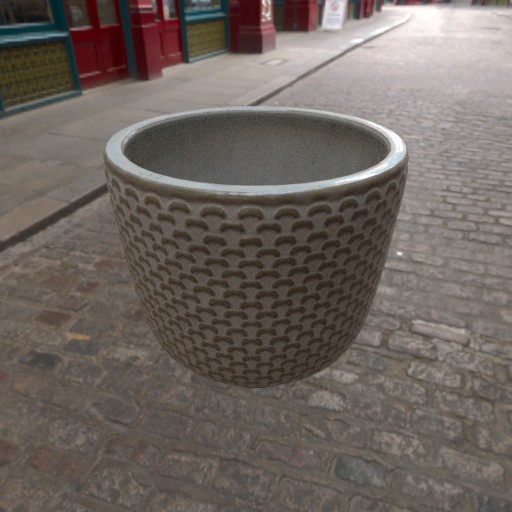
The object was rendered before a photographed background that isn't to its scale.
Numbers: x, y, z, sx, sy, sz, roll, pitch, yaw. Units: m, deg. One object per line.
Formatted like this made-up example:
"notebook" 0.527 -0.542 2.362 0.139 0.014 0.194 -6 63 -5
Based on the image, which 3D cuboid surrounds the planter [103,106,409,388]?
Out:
"planter" 0.000 0.000 0.297 0.173 0.160 0.173 0 30 0
